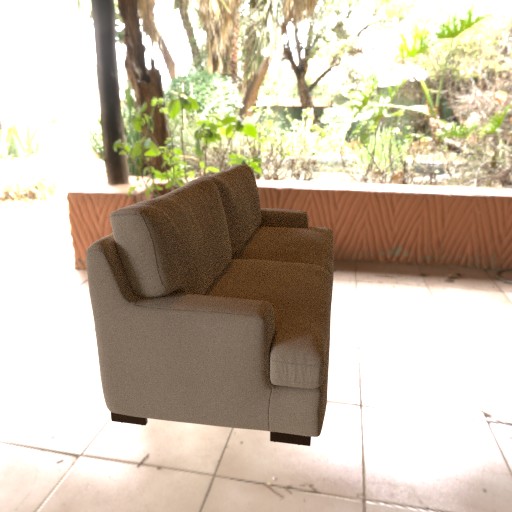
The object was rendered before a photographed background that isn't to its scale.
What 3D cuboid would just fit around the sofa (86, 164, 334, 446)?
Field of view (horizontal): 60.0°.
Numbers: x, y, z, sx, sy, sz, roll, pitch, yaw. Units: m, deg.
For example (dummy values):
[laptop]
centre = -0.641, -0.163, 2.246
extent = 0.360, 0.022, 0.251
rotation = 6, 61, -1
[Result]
[sofa]
centre = 0.000, 0.000, 2.662
extent = 0.929, 0.925, 2.147
rotation = 3, 17, 10
